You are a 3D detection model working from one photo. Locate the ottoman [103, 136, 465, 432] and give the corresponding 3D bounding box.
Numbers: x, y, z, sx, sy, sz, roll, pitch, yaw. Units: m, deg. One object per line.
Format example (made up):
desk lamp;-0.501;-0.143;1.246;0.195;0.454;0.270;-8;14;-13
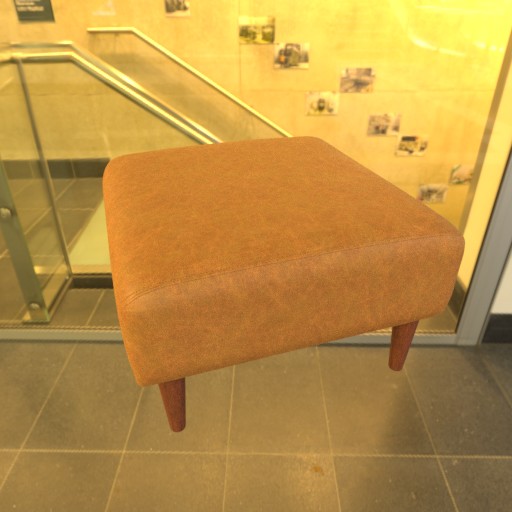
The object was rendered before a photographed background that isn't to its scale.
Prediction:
ottoman;0.000;0.000;1.064;0.650;0.399;0.650;-10;33;-16
